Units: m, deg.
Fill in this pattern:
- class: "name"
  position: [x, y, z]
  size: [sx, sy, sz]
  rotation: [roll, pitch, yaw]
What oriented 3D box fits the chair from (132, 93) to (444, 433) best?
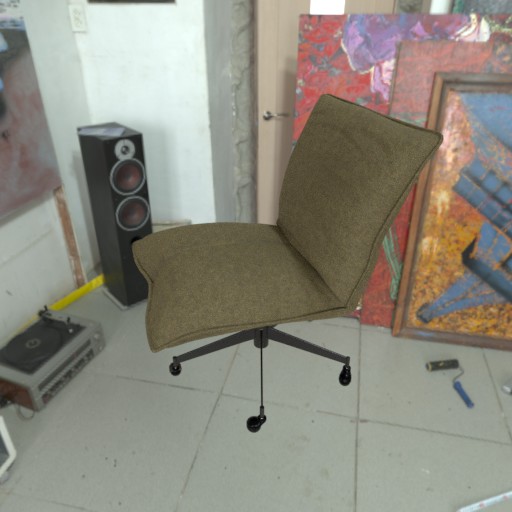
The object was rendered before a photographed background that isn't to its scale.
- class: "chair"
  position: [0.000, 0.000, 1.309]
  size: [0.696, 0.811, 0.597]
  rotation: [-9, 31, -15]
